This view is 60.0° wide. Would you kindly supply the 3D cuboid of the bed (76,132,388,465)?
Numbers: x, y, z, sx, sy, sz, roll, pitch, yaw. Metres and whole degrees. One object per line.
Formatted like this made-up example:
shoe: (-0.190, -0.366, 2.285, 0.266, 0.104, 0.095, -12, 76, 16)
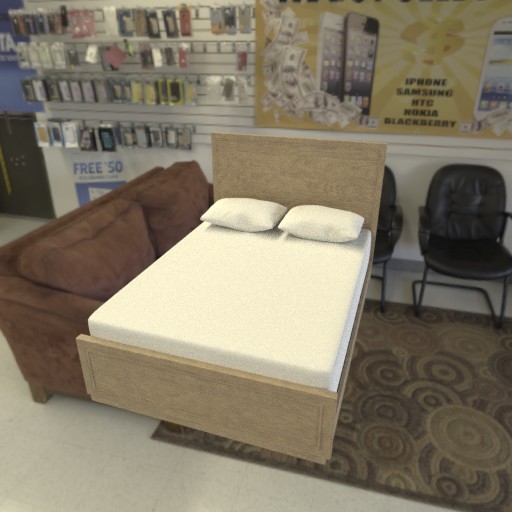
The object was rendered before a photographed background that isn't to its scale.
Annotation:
bed: (0.000, 0.000, 3.344, 1.606, 1.369, 2.189, 8, 27, 17)
